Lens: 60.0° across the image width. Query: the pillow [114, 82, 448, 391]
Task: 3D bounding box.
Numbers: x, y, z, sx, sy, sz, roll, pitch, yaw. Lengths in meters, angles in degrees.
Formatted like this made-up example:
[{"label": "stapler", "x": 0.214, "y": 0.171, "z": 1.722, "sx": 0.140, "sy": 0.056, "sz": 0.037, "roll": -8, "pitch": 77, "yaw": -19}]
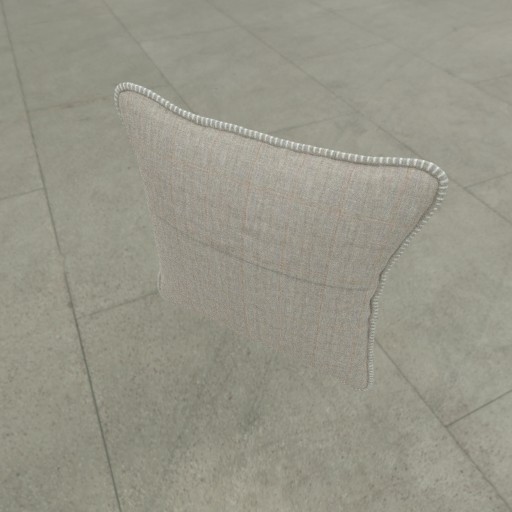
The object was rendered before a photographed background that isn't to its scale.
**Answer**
[{"label": "pillow", "x": 0.000, "y": 0.000, "z": 0.730, "sx": 0.485, "sy": 0.494, "sz": 0.124, "roll": 21, "pitch": 49, "yaw": 20}]
